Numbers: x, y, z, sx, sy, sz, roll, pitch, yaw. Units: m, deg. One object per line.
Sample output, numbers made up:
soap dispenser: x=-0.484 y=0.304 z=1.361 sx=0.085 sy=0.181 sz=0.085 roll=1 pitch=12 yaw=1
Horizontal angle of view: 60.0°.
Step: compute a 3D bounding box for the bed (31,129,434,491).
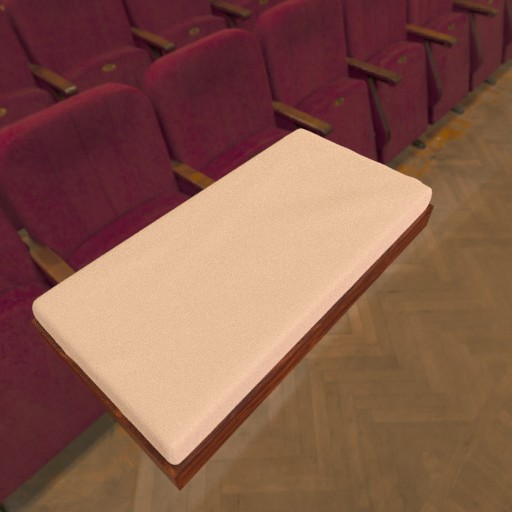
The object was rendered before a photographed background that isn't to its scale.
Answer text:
bed: x=0.000 y=0.000 z=2.160 sx=0.940 sy=0.312 sz=1.860 roll=34 pitch=56 yaw=27
